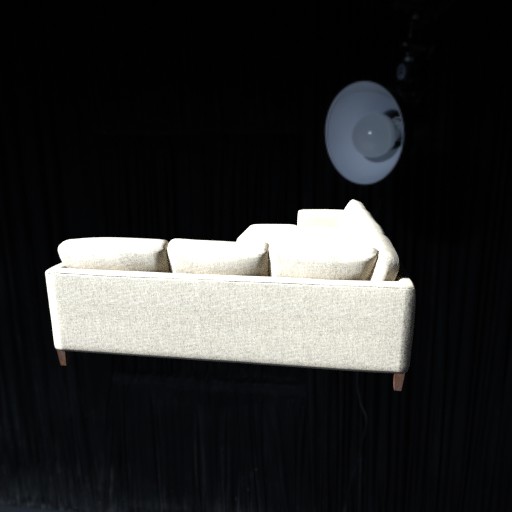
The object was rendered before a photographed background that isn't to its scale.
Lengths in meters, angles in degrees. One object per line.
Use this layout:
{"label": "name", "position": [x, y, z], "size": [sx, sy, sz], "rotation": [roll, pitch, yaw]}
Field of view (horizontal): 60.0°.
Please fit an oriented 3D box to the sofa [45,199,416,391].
{"label": "sofa", "position": [0.000, 0.000, 4.670], "size": [2.593, 0.959, 3.460], "rotation": [2, 14, 8]}
